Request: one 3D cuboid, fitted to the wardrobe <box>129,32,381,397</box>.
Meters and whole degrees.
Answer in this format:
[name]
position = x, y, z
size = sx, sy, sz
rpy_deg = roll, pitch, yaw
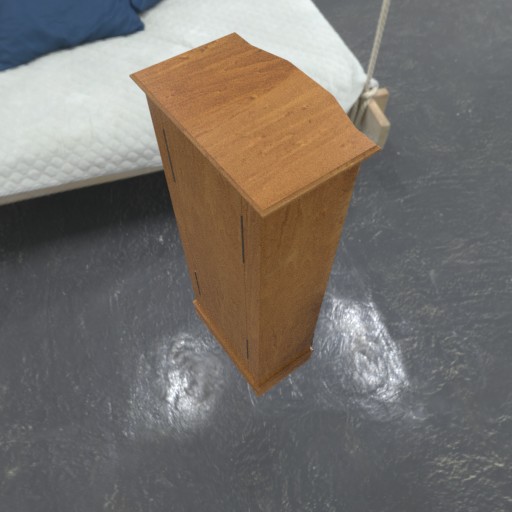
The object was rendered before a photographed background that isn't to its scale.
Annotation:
[wardrobe]
position = 0.000, 0.000, 1.156
size = 0.273, 0.959, 0.406
rpy_deg = -32, 62, -19
